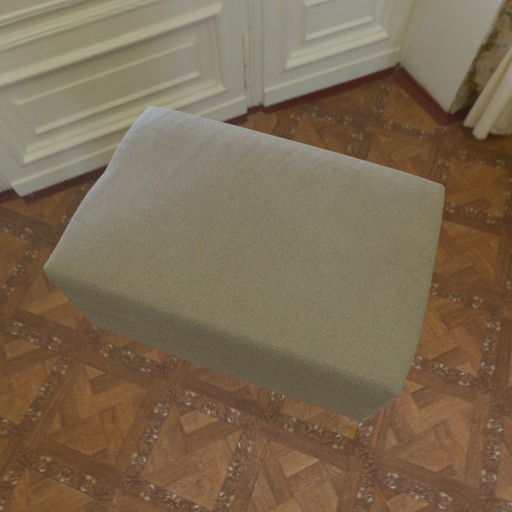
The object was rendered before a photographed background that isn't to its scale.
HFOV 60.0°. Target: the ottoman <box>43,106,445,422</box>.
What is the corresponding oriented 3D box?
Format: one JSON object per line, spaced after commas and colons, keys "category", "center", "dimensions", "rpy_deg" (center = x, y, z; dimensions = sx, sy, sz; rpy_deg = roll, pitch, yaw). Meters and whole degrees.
{"category": "ottoman", "center": [0.000, 0.000, 1.221], "dimensions": [0.872, 0.444, 0.590], "rpy_deg": [18, 64, 9]}
